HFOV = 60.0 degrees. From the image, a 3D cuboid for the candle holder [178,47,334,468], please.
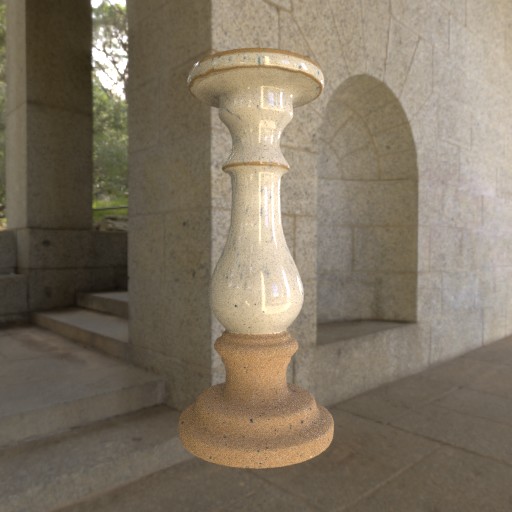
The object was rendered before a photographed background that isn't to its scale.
[{"bbox_3d":[0.000,0.000,0.252,0.088,0.203,0.088,0,1,0],"label":"candle holder"}]
